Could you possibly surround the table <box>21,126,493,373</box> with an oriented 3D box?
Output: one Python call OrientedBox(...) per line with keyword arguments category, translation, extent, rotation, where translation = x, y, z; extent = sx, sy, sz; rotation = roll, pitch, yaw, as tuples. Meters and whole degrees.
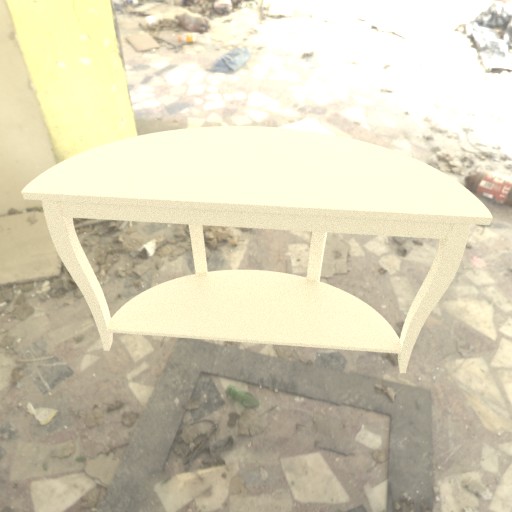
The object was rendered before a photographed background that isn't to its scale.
OrientedBox(category="table", translation=(0.000, 0.000, 1.556), extent=(1.219, 0.780, 0.394), rotation=(4, 46, 3))
